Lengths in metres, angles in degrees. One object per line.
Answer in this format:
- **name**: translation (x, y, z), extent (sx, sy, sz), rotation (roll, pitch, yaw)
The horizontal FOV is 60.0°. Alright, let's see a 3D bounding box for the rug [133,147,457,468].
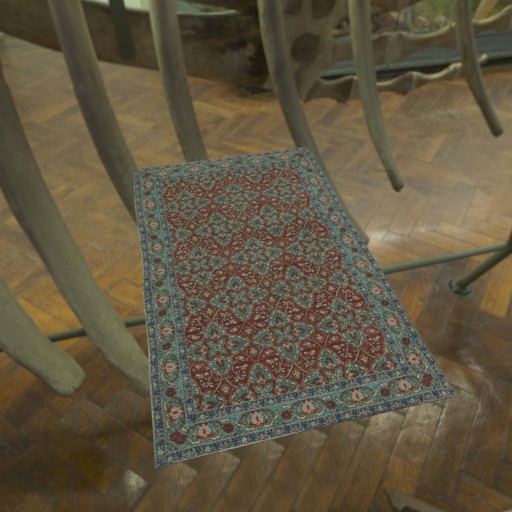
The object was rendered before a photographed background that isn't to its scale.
- **rug**: translation (0.000, 0.000, 2.972), extent (1.533, 0.011, 2.439), rotation (-10, 46, -9)
